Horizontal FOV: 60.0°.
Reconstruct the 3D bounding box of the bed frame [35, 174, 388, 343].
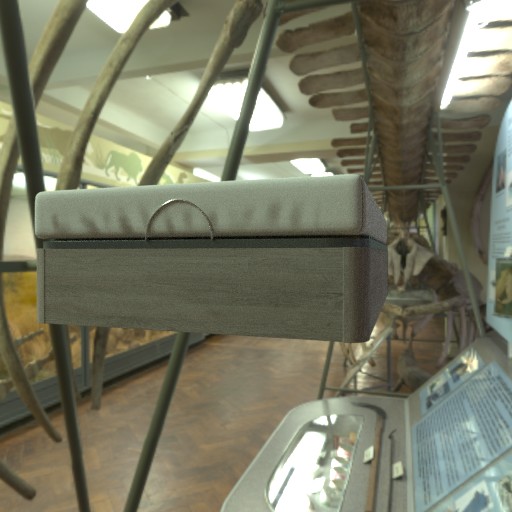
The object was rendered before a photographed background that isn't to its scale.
[{"bbox_3d":[0.000,0.000,2.552,1.400,0.561,1.900,0,0,19],"label":"bed frame"}]
